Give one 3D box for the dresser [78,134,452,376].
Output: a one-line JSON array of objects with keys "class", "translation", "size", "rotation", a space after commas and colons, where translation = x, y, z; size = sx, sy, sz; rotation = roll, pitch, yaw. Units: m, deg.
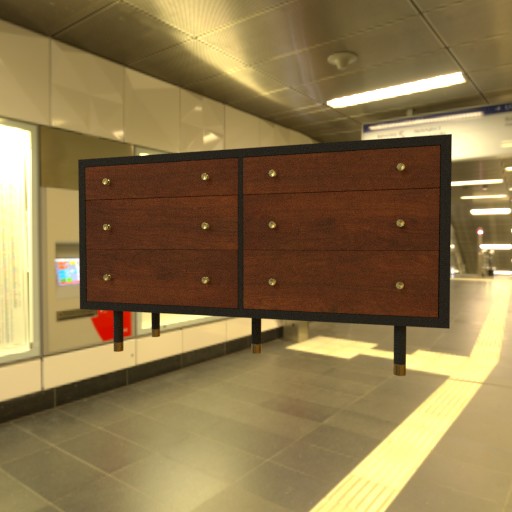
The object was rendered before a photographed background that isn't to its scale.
[{"class": "dresser", "translation": [0.000, 0.000, 1.984], "size": [1.558, 0.872, 0.463], "rotation": [0, 2, 18]}]
